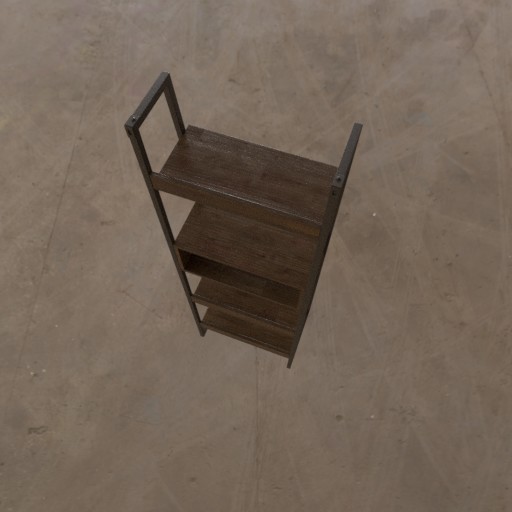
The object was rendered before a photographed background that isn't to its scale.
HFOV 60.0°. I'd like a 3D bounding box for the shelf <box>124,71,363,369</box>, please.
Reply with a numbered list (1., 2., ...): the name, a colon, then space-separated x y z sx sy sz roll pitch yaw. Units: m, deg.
1. shelf: 0.000 0.000 2.218 0.652 2.005 0.454 18 64 9
